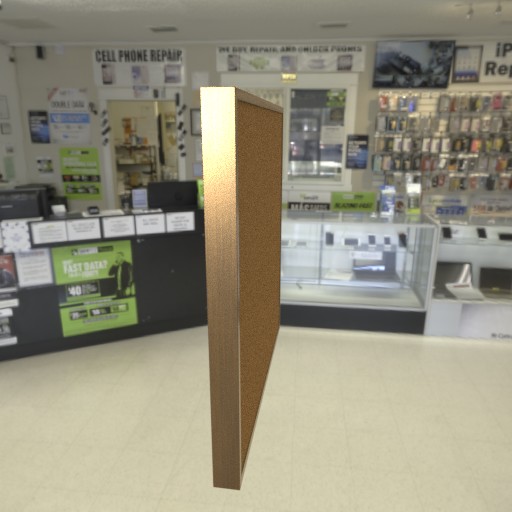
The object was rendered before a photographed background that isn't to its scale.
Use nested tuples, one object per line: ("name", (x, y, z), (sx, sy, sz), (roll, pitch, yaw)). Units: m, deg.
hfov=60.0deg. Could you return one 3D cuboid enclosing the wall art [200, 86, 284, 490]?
("wall art", (0.000, 0.000, 0.763), (0.037, 0.505, 0.505), (3, 16, 9))
